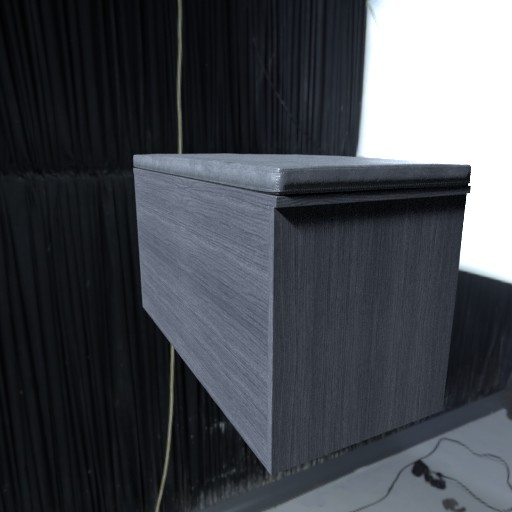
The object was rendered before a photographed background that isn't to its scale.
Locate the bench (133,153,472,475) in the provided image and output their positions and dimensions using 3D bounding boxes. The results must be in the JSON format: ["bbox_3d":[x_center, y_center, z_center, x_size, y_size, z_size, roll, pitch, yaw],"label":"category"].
[{"bbox_3d":[0.000,0.000,1.138,0.401,0.501,0.905,-7,16,-26],"label":"bench"}]
